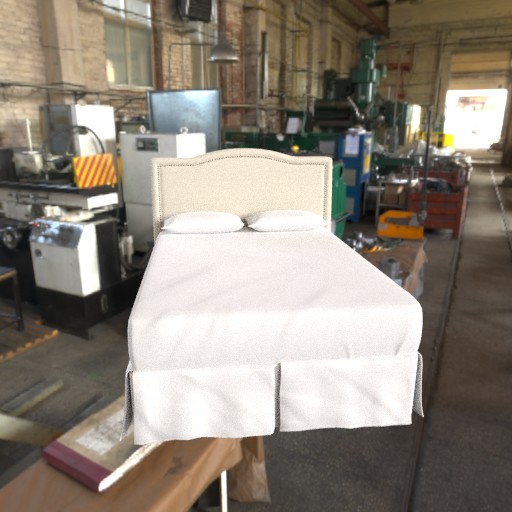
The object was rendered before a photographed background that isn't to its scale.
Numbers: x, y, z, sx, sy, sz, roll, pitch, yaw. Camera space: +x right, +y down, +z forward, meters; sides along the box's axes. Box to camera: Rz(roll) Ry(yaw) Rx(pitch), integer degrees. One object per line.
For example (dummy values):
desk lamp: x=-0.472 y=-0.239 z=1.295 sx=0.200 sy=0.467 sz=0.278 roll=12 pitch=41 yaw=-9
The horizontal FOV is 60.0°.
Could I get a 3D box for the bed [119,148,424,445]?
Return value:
bed: x=0.000 y=0.000 z=3.262 sx=1.741 sy=1.449 sz=2.196 roll=-2 pitch=16 yaw=-7
